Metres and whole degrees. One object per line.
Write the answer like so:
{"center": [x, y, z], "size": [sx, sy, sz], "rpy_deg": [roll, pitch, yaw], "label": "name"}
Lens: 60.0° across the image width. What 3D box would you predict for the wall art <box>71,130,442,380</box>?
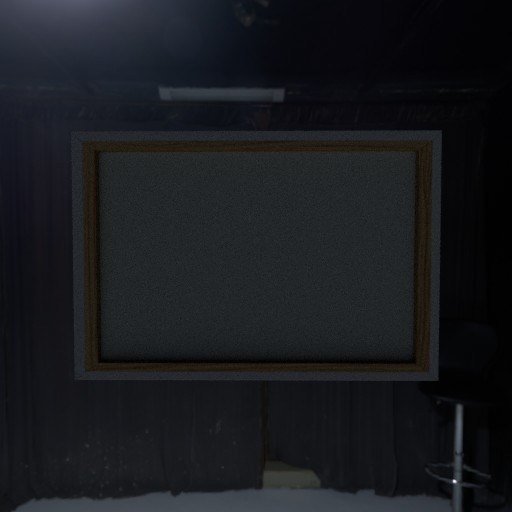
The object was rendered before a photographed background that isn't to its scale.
{"center": [0.000, 0.000, 0.478], "size": [0.381, 0.259, 0.038], "rpy_deg": [0, 2, 1], "label": "wall art"}
